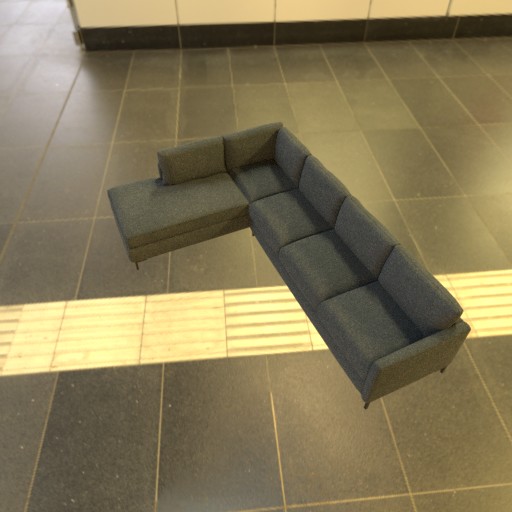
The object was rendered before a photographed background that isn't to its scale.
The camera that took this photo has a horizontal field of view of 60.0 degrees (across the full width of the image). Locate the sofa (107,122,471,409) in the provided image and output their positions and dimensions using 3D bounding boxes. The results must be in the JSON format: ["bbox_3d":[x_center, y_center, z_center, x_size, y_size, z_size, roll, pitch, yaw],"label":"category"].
[{"bbox_3d":[0.000,0.000,3.852,2.007,0.815,2.949,-19,49,-17],"label":"sofa"}]
